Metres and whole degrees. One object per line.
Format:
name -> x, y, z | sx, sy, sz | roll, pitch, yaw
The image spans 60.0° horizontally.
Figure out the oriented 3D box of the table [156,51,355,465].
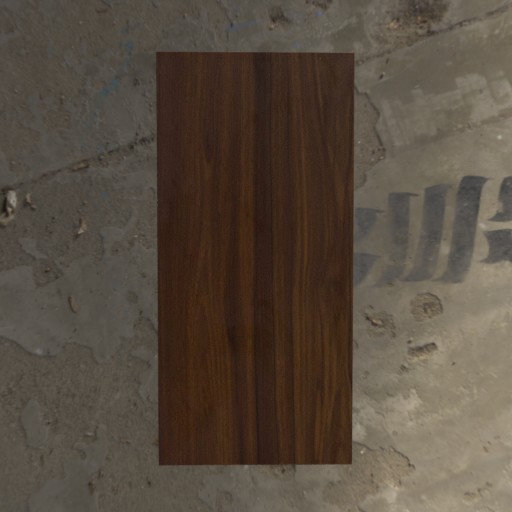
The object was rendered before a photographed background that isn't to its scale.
table -> 0.000, 0.000, 1.222 | 0.390, 0.725, 0.802 | 0, 92, -1
